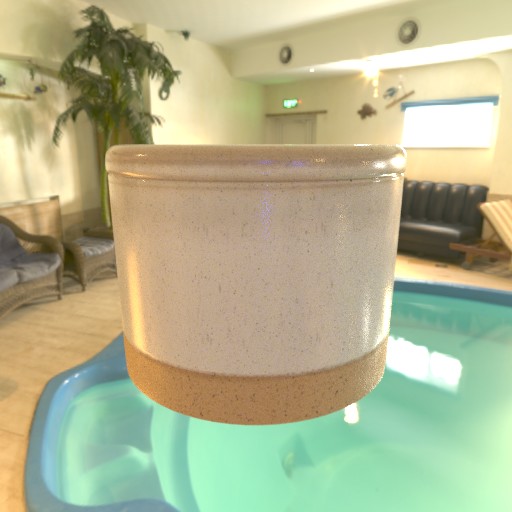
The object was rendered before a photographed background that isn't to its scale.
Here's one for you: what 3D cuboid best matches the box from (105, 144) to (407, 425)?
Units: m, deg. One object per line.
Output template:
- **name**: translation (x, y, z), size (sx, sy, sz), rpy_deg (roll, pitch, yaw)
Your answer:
- **box**: translation (0.000, 0.000, 0.251), size (0.154, 0.123, 0.154), rpy_deg (0, 14, 0)
